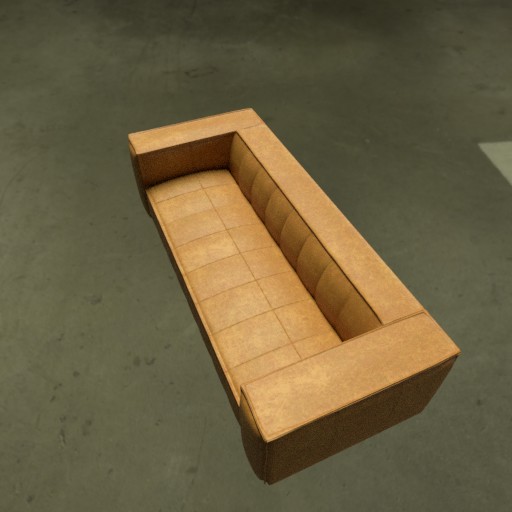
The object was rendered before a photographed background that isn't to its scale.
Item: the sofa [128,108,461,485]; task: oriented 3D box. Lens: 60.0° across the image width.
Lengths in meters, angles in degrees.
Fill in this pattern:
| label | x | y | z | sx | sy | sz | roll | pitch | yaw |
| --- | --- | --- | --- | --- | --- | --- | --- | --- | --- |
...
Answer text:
| label | x | y | z | sx | sy | sz | roll | pitch | yaw |
| --- | --- | --- | --- | --- | --- | --- | --- | --- | --- |
| sofa | 0.000 | 0.000 | 2.996 | 1.102 | 0.701 | 2.581 | -18 | 50 | -16 |
